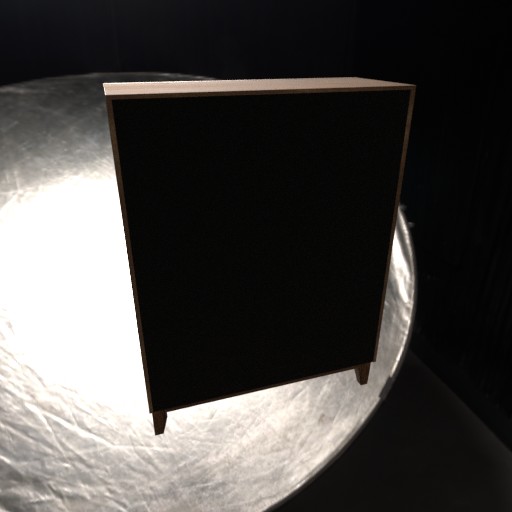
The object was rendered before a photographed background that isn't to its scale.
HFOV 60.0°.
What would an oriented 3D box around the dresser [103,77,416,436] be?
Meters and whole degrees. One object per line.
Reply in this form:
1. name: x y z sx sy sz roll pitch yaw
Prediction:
1. dresser: 0.000 0.000 1.921 1.062 1.393 0.442 -8 27 -16
